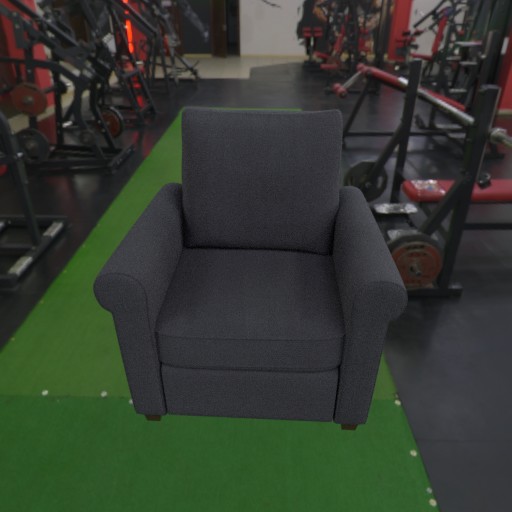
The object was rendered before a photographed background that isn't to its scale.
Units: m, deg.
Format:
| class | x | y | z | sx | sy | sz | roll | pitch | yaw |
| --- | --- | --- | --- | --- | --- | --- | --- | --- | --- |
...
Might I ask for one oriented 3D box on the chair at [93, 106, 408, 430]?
| class | x | y | z | sx | sy | sz | roll | pitch | yaw |
| --- | --- | --- | --- | --- | --- | --- | --- | --- | --- |
| chair | 0.000 | 0.000 | 1.620 | 0.867 | 0.942 | 0.828 | 2 | 30 | 3 |
